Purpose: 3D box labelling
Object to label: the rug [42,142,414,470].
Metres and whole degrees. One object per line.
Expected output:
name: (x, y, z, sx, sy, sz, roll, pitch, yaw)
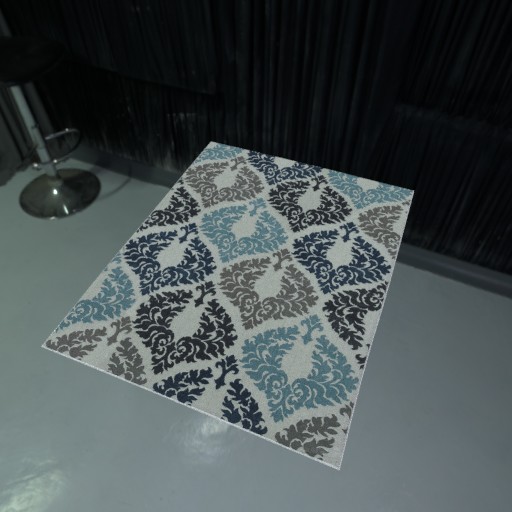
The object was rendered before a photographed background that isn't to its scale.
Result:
rug: (0.000, 0.000, 4.117, 2.423, 0.014, 3.040, 17, 50, 15)
